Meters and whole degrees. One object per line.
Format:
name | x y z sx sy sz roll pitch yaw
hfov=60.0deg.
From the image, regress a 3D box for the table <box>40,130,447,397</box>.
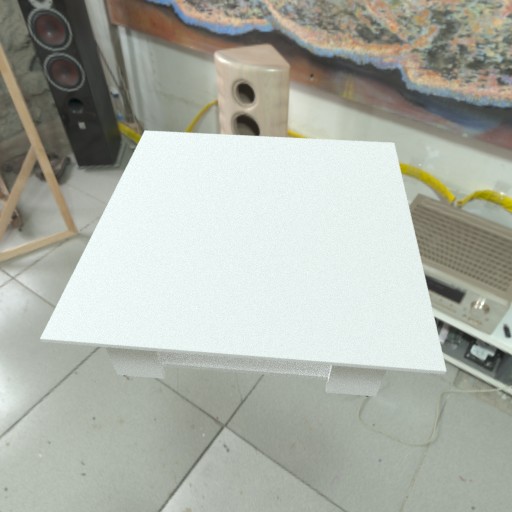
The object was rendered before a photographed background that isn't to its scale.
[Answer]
table | 0.000 0.000 1.380 0.890 0.305 0.890 4 46 4
